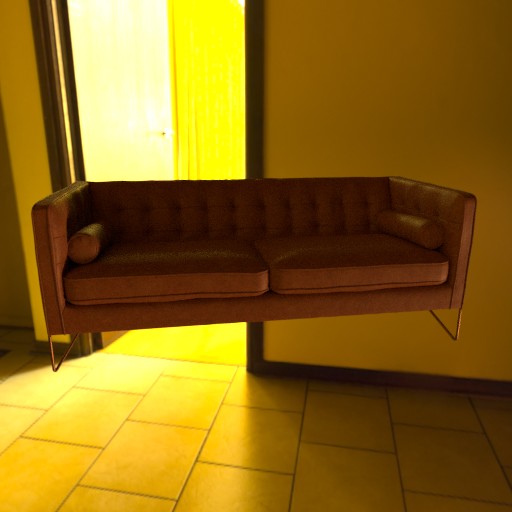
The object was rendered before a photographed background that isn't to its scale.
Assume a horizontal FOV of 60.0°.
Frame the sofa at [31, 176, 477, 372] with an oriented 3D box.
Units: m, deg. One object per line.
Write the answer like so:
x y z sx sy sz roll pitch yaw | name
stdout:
0.000 0.000 2.517 2.079 0.798 0.912 -2 16 -9 | sofa
